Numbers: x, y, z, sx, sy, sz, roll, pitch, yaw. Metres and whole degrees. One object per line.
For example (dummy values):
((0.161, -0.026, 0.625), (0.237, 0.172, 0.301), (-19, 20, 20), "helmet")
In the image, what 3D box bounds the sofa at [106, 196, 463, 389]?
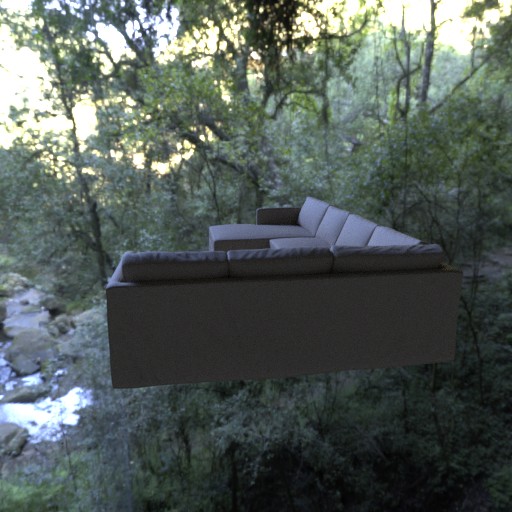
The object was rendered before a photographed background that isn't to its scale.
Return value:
((0.000, 0.000, 4.618), (2.476, 0.878, 3.528), (-2, 14, -9), "sofa")
